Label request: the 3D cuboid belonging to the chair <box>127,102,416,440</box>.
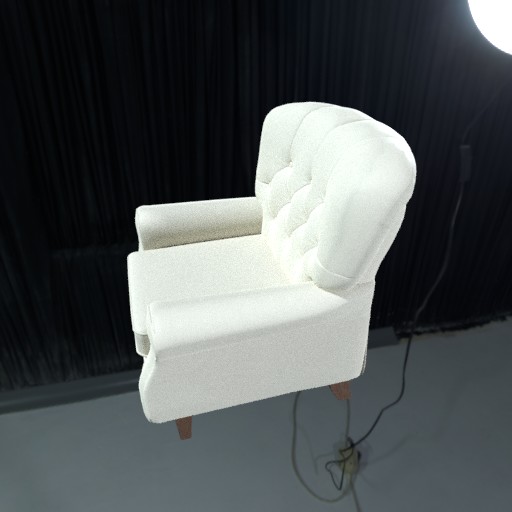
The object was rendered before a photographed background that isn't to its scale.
[{"bbox_3d":[0.000,0.000,1.974,1.132,1.169,1.035,-8,33,-13],"label":"chair"}]
